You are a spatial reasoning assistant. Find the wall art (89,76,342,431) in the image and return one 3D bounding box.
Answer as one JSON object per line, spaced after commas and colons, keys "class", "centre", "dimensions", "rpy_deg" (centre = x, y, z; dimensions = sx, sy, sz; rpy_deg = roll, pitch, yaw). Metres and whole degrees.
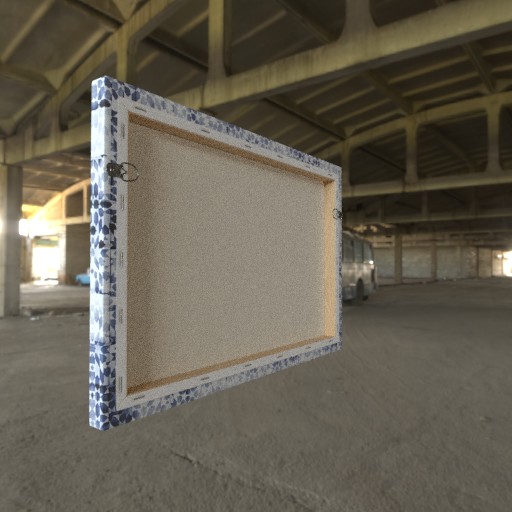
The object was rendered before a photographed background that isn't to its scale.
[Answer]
{"class": "wall art", "centre": [0.000, 0.000, 0.754], "dimensions": [0.030, 0.406, 0.608], "rpy_deg": [-1, -1, 37]}
